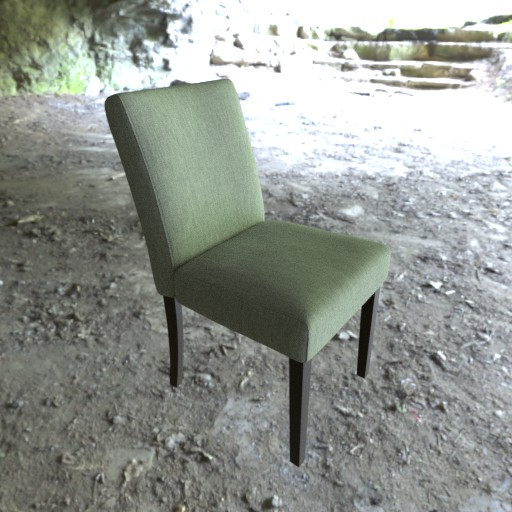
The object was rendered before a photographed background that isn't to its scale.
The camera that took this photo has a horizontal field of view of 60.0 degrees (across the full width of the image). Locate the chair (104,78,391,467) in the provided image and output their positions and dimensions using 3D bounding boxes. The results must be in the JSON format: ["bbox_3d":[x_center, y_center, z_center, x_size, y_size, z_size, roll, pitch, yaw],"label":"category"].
[{"bbox_3d":[0.000,0.000,1.268,0.629,0.884,0.487,19,33,32],"label":"chair"}]
